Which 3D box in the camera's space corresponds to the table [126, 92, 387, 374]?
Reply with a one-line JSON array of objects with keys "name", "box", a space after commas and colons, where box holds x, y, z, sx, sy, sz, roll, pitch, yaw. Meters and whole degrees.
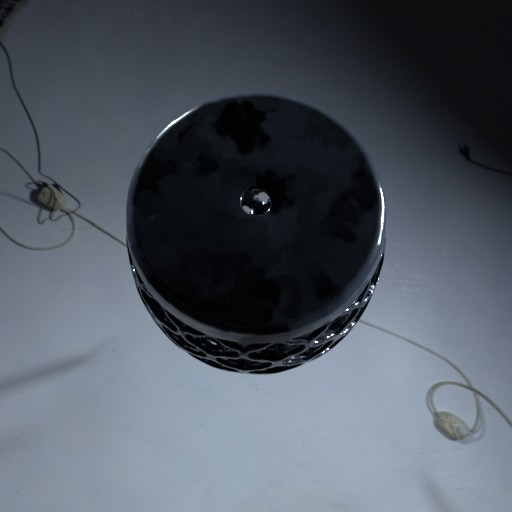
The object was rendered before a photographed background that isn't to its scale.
[{"name": "table", "box": [0.000, 0.000, 0.625, 0.325, 0.388, 0.325, 0, 74, 0]}]
